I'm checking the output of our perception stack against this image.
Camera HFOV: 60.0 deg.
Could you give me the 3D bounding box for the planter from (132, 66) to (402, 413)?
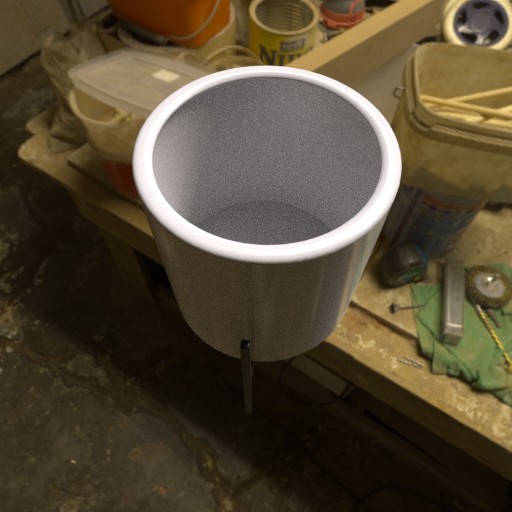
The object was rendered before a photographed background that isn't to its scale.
[{"bbox_3d":[0.000,0.000,0.514,0.239,0.356,0.239,31,63,17],"label":"planter"}]
